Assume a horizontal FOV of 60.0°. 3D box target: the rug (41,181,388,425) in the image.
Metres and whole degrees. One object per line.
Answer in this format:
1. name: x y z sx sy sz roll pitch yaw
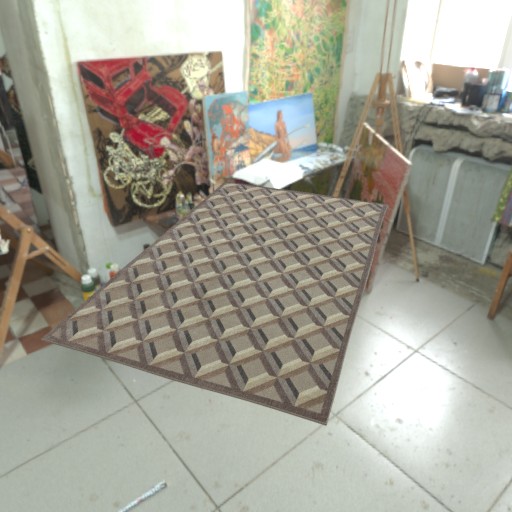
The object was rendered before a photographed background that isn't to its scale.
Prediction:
1. rug: 0.000 0.000 2.134 1.066 0.011 1.677 11 32 17
